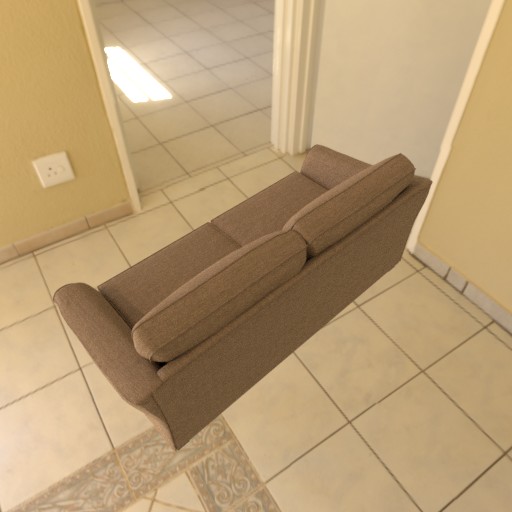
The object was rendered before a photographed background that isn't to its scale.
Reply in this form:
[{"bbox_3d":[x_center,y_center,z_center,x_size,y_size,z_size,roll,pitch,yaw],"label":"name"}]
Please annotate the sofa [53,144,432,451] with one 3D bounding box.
[{"bbox_3d":[0.000,0.000,2.793,2.270,0.965,0.980,-34,55,-27],"label":"sofa"}]
